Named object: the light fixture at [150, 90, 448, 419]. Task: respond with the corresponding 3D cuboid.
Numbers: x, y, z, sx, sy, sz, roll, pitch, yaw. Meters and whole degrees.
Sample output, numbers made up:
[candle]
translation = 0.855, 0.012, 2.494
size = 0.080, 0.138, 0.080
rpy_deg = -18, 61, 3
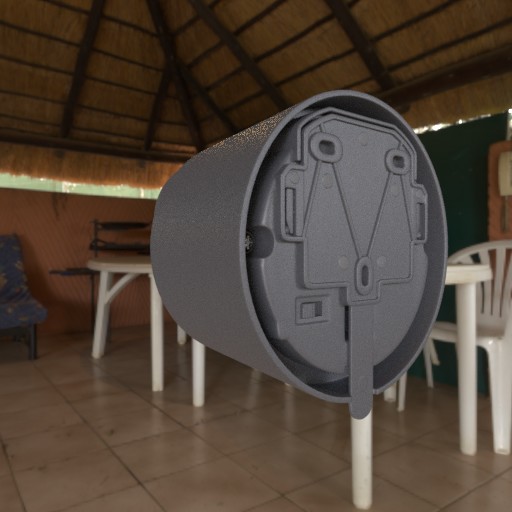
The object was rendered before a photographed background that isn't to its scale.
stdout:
[light fixture]
translation = 0.000, 0.000, 0.257
size = 0.134, 0.143, 0.160
rpy_deg = 0, 1, -37
